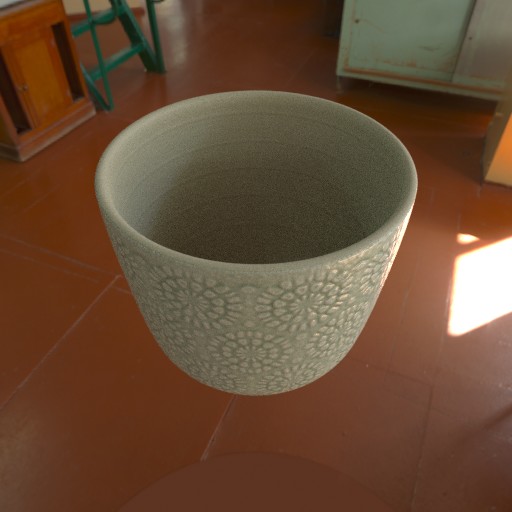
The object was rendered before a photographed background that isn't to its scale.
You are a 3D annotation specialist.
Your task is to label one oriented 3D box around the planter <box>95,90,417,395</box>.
[{"bbox_3d":[0.000,0.000,0.213,0.124,0.109,0.124,0,44,0],"label":"planter"}]
